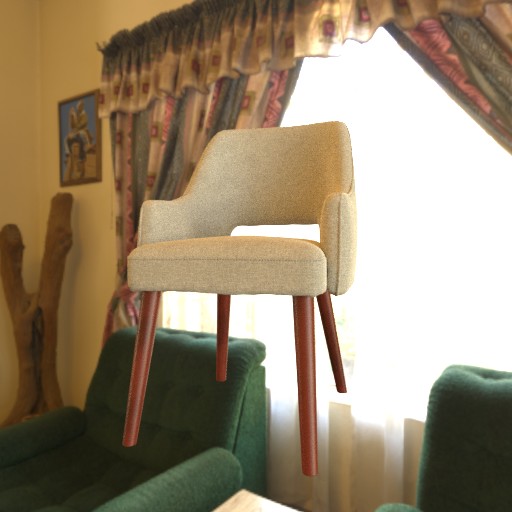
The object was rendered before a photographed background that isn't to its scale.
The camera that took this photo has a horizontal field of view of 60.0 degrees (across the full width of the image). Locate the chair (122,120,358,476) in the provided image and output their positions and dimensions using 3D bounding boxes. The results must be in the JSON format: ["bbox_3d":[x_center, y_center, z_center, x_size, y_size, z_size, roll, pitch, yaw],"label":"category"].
[{"bbox_3d":[0.000,0.000,1.209,0.548,0.849,0.605,0,1,18],"label":"chair"}]
